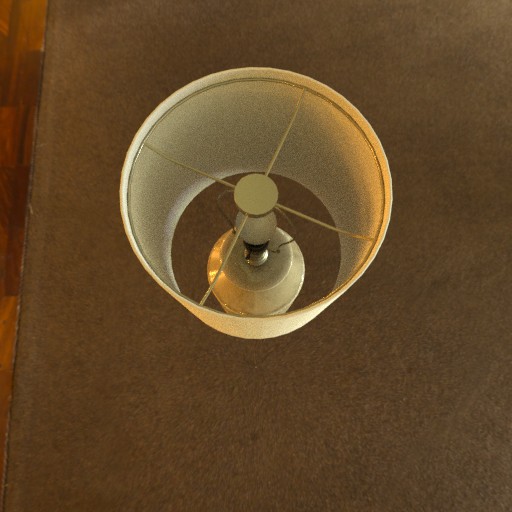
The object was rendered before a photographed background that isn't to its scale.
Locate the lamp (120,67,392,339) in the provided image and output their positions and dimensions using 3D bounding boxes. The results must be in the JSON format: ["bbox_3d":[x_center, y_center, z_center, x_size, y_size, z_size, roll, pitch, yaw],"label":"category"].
[{"bbox_3d":[0.000,0.000,0.564,0.211,0.455,0.211,37,79,9],"label":"lamp"}]
